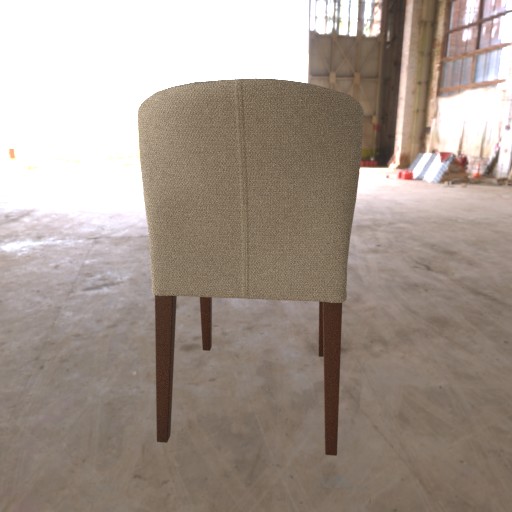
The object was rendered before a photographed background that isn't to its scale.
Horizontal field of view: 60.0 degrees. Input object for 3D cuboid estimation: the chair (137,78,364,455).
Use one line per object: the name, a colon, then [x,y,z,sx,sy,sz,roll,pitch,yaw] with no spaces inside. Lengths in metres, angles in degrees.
chair: [0.000,0.000,1.200,0.491,0.839,0.589,2,16,6]
